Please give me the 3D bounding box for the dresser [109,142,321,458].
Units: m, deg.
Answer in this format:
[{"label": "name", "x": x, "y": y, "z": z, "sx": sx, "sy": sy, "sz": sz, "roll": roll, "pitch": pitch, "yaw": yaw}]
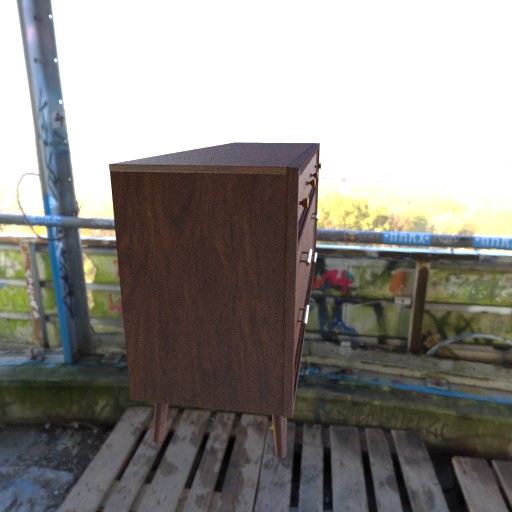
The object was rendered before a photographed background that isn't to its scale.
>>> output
[{"label": "dresser", "x": 0.000, "y": 0.000, "z": 1.898, "sx": 0.500, "sy": 0.889, "sz": 1.472, "roll": 3, "pitch": 17, "yaw": 9}]
